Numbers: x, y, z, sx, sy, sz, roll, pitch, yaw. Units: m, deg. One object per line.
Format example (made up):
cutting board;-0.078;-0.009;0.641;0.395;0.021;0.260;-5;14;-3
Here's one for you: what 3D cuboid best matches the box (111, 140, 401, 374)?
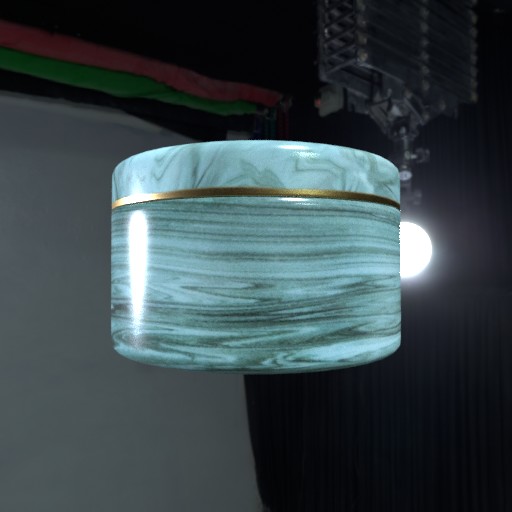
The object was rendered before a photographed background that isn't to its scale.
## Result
box;0.000;0.000;0.163;0.101;0.063;0.101;0;-1;0
